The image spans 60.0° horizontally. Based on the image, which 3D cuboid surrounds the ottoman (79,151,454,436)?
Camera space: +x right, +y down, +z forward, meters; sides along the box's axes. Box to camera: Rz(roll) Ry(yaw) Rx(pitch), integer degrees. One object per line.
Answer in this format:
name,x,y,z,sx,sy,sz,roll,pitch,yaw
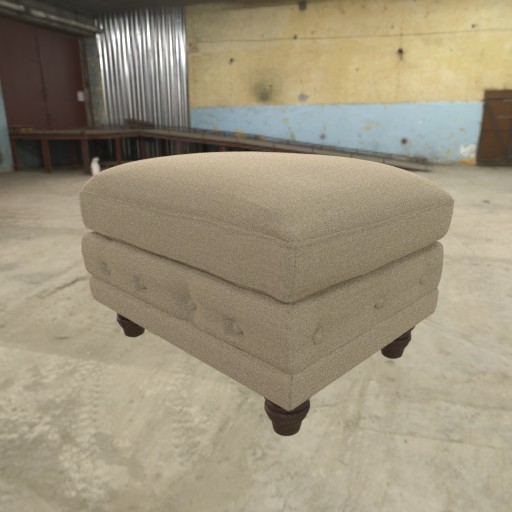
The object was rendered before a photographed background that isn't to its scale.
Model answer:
ottoman,0.000,0.000,1.027,0.541,0.463,0.684,-16,23,-42
